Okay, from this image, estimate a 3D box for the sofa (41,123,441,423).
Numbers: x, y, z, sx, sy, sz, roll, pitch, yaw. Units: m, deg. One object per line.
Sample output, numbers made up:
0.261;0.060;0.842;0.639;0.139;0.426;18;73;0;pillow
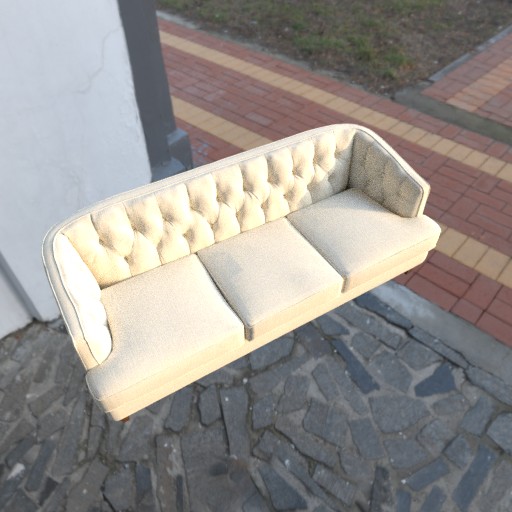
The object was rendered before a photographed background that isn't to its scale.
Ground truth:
0.000;0.000;2.727;2.278;0.855;0.941;-23;51;-20;sofa
